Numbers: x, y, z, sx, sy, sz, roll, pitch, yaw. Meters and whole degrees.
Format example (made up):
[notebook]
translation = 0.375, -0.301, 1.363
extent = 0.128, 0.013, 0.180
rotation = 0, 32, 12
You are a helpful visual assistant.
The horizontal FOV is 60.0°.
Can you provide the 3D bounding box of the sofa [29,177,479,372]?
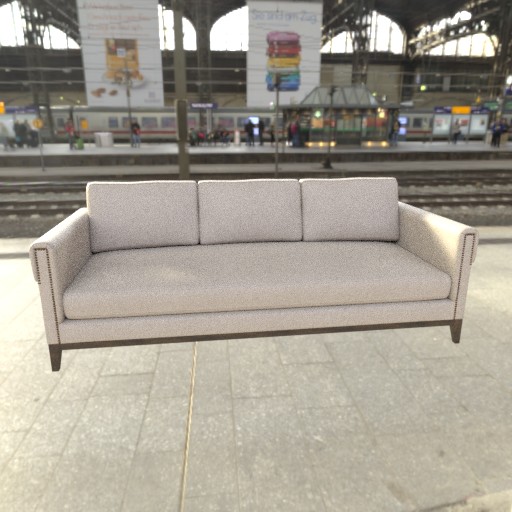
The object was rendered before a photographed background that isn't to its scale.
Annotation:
[sofa]
translation = 0.000, 0.000, 2.651
extent = 2.210, 0.838, 0.959
rotation = -2, 16, -8
